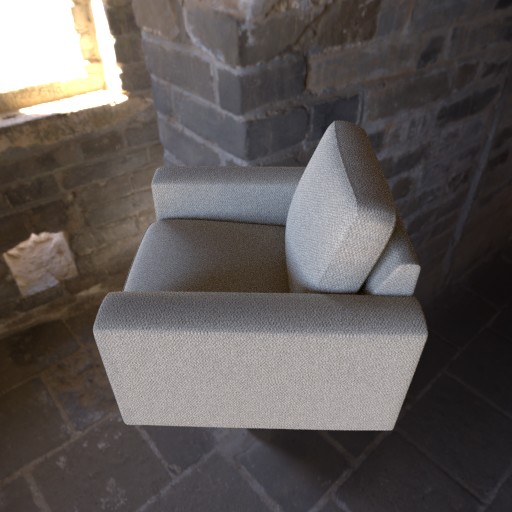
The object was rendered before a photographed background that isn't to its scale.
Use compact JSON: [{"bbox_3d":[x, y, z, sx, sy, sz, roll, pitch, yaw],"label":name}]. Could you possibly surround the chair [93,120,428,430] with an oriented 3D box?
[{"bbox_3d":[0.000,0.000,1.734,1.016,0.873,1.005,1,39,1],"label":"chair"}]
